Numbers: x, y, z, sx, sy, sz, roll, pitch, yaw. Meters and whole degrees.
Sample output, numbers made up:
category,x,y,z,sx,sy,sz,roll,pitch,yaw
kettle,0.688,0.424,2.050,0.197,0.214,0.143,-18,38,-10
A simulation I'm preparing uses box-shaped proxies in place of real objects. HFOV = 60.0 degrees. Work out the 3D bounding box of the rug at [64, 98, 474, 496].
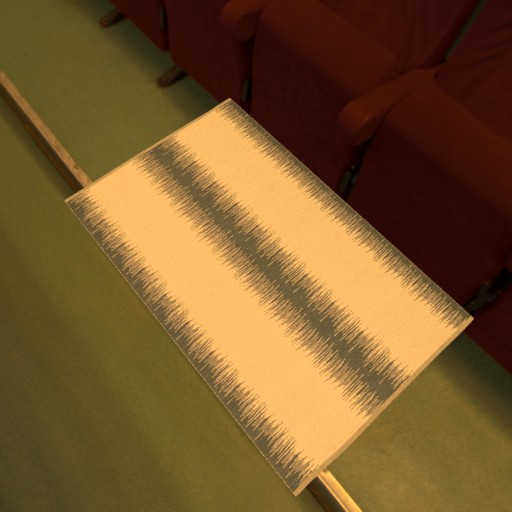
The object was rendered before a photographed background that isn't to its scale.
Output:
category,x,y,z,sx,sy,sz,roll,pitch,yaw
rug,0.000,0.000,2.973,1.519,0.003,2.453,-37,70,-16
